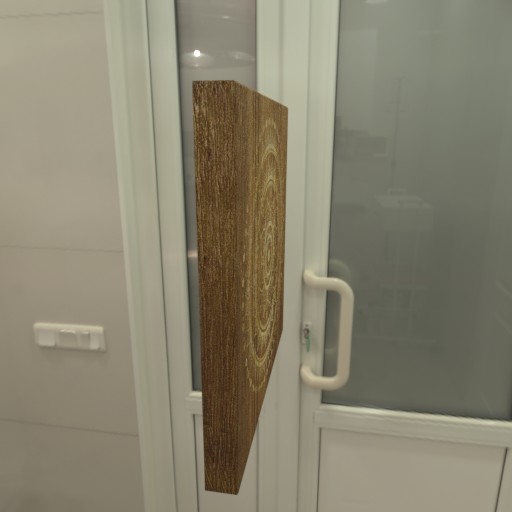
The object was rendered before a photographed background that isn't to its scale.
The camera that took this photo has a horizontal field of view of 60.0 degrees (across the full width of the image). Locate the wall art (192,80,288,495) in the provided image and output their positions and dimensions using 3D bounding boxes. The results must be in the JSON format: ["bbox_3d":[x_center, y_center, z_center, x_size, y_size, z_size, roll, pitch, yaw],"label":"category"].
[{"bbox_3d":[0.000,0.000,0.600,0.039,0.403,0.406,3,16,9],"label":"wall art"}]
